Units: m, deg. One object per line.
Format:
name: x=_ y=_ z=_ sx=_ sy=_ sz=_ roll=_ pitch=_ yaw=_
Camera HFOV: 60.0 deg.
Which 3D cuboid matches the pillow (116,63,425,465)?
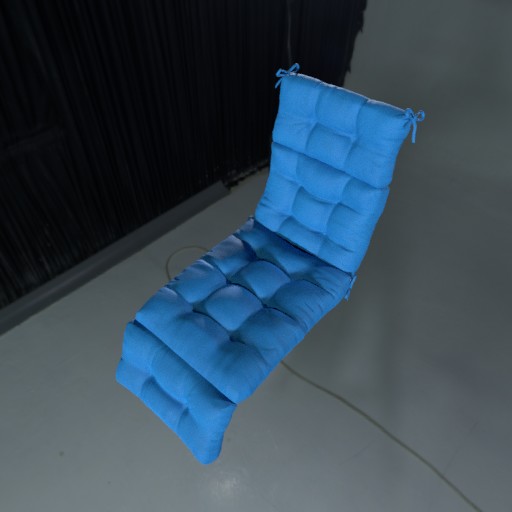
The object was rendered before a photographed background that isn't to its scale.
pillow: x=0.000 y=0.000 z=1.473 sx=0.526 sy=0.863 sz=1.016 roll=32 pitch=53 yaw=27
